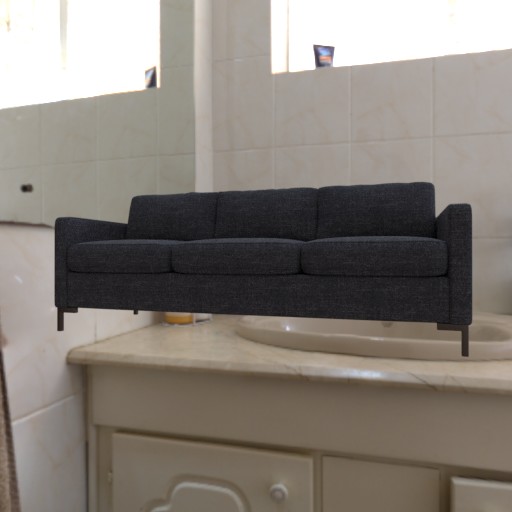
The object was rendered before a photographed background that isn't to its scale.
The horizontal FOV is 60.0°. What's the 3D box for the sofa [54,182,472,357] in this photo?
[{"bbox_3d":[0.000,0.000,2.623,2.218,0.874,0.859,0,0,18],"label":"sofa"}]
